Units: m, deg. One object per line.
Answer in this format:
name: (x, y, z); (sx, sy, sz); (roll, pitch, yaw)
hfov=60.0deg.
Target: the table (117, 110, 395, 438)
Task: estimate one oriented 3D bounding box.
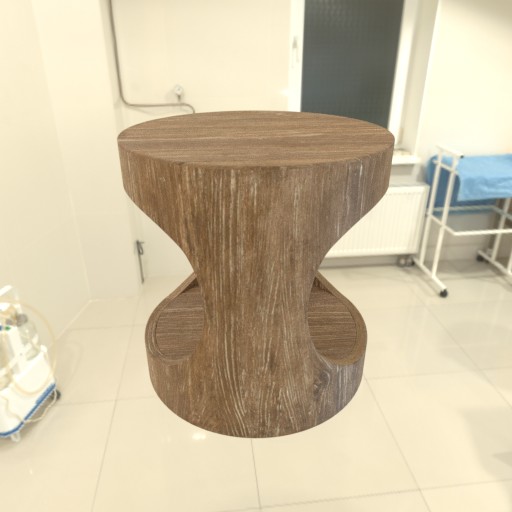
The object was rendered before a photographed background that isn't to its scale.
table: (0.000, 0.000, 0.995); (0.527, 0.551, 0.527); (0, 27, 0)
